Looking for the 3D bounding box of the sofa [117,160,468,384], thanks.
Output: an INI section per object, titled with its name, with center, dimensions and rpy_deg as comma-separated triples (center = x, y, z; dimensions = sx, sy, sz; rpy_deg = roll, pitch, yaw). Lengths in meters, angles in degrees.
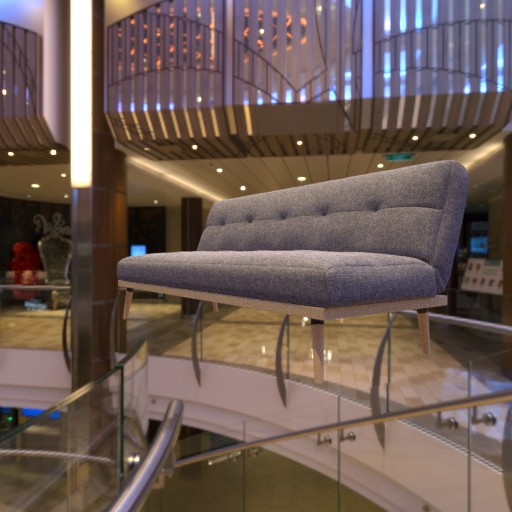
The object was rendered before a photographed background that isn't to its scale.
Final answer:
[sofa]
center = 0.000, 0.000, 2.252
dimensions = 0.820, 0.770, 1.820
rpy_deg = 0, 0, -36
